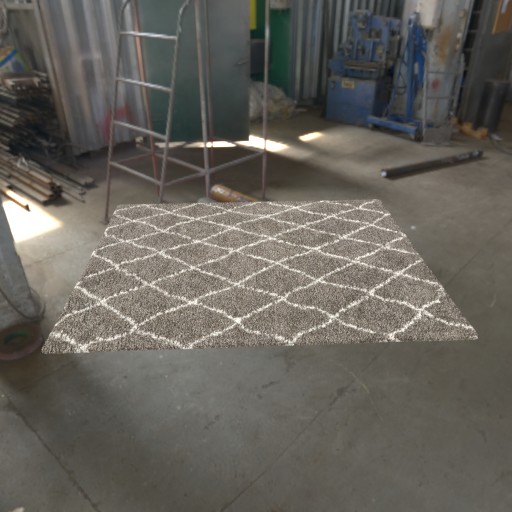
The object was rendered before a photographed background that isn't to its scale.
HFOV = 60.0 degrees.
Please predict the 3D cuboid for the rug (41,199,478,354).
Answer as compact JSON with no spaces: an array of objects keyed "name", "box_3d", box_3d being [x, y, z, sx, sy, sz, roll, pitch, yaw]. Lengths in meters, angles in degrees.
[{"name":"rug","box_3d":[0.000,0.000,4.108,3.047,0.029,2.438,-1,31,-2]}]
